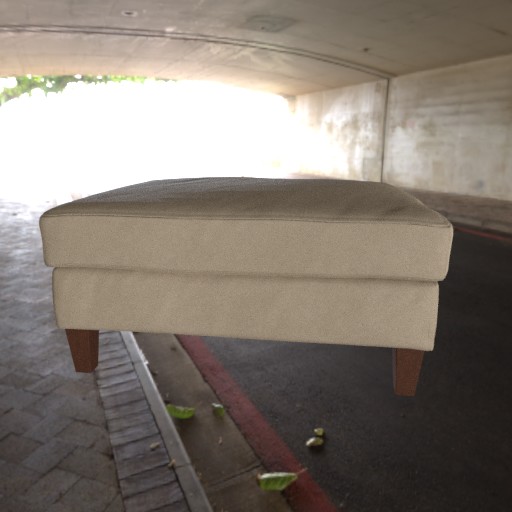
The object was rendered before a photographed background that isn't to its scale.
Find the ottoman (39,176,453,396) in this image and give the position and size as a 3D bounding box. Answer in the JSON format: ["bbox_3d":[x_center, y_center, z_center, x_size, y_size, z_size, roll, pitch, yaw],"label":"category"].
[{"bbox_3d":[0.000,0.000,1.463,1.002,0.492,0.836,2,15,7],"label":"ottoman"}]
